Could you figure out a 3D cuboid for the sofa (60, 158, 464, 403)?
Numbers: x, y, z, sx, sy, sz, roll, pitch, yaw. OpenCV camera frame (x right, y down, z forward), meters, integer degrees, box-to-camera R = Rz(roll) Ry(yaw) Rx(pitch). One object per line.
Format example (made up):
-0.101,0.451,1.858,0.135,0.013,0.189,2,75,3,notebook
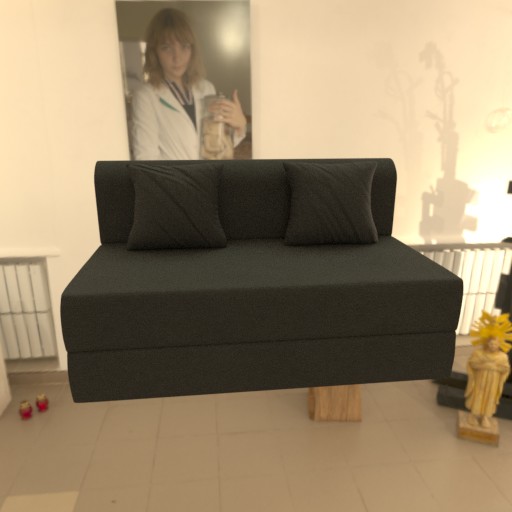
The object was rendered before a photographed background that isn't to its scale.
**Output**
0.000,0.000,1.667,1.225,0.670,0.762,-2,17,-6,sofa
